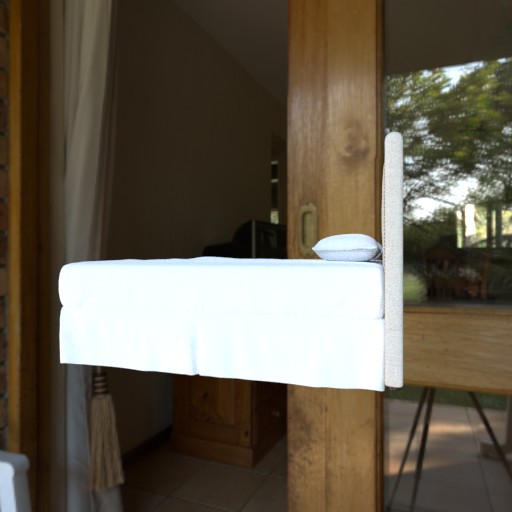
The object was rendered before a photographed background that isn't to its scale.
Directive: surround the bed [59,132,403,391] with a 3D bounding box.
[{"bbox_3d":[0.000,0.000,3.495,2.182,1.421,2.083,0,0,17],"label":"bed"}]
